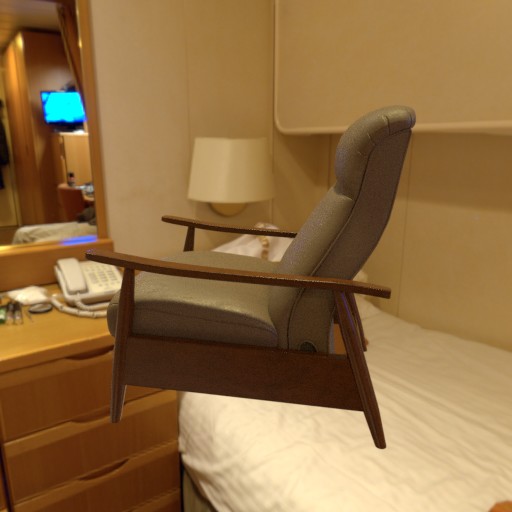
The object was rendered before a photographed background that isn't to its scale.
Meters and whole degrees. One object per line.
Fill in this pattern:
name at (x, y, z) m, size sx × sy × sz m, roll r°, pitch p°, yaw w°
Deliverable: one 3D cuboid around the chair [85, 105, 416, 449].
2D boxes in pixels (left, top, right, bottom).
chair at (0.000, 0.000, 1.737) m, size 1.014 × 1.082 × 0.762 m, roll 2°, pitch 15°, yaw 8°
